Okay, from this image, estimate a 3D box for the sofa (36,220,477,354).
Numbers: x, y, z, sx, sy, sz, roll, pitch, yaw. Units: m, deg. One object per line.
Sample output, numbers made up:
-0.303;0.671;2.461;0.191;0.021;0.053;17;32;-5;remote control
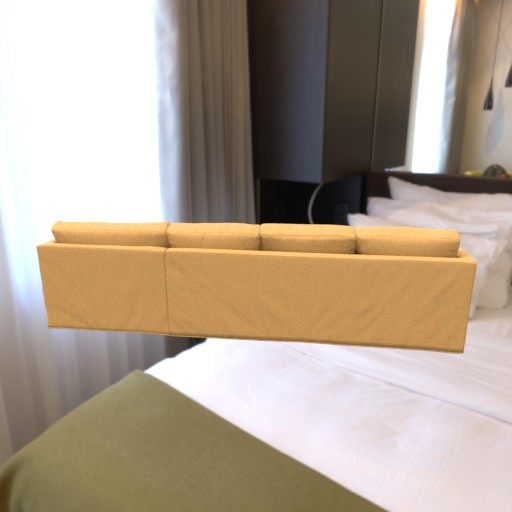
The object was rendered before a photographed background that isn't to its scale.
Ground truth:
0.000;0.000;3.975;3.206;0.871;1.622;2;17;7;sofa
